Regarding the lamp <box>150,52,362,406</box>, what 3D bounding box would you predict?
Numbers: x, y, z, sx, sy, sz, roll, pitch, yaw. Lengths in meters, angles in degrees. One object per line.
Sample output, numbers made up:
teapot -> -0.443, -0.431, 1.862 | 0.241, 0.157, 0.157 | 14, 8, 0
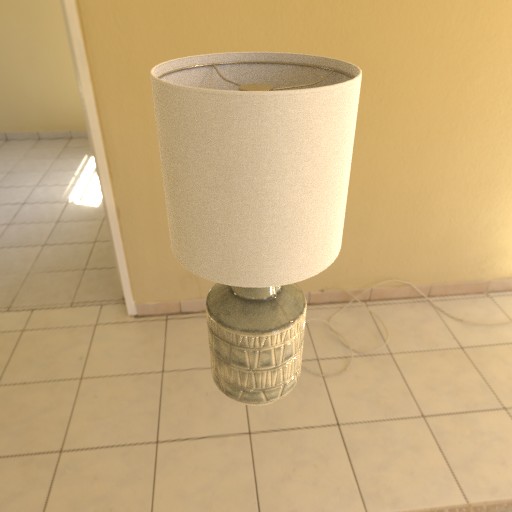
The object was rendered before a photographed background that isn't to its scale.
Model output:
lamp -> 0.000, 0.000, 0.573 | 0.211, 0.455, 0.211 | -9, 34, -14
